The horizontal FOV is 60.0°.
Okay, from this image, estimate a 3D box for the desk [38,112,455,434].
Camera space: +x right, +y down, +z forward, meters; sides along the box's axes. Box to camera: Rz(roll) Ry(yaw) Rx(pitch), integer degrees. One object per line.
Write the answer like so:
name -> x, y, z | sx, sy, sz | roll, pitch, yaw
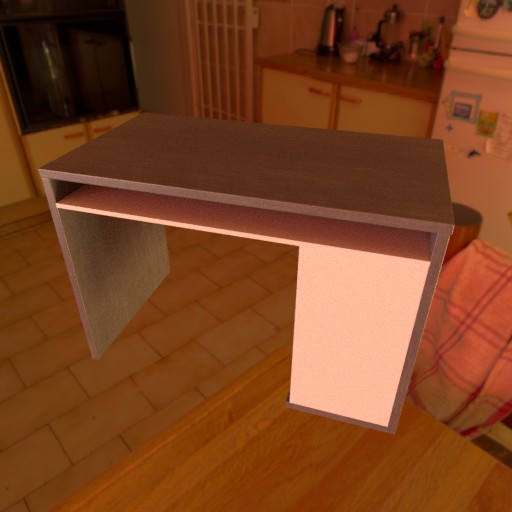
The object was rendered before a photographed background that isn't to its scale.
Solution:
desk -> 0.000, 0.000, 1.555 | 1.100, 0.750, 0.600 | 10, 34, 14
